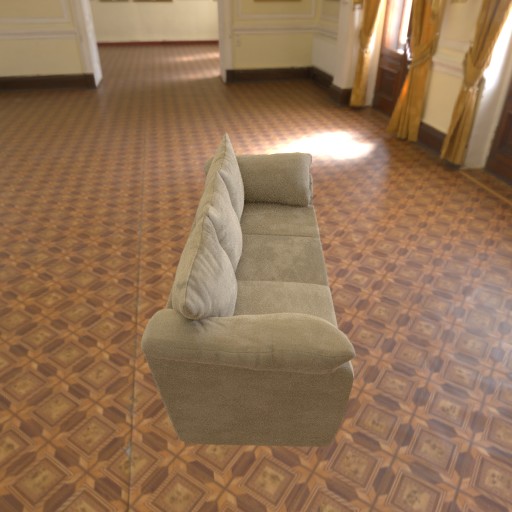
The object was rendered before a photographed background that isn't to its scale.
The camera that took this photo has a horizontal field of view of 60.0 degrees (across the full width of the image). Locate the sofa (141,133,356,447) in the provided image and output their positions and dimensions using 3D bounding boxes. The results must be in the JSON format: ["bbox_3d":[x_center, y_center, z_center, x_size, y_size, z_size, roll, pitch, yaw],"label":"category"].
[{"bbox_3d":[0.000,0.000,2.843,0.893,0.981,2.377,1,32,1],"label":"sofa"}]
